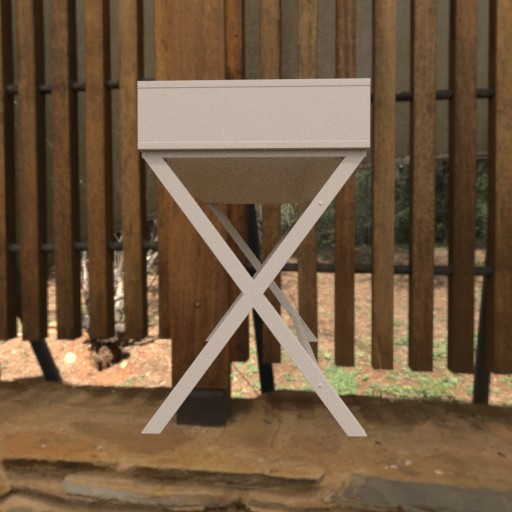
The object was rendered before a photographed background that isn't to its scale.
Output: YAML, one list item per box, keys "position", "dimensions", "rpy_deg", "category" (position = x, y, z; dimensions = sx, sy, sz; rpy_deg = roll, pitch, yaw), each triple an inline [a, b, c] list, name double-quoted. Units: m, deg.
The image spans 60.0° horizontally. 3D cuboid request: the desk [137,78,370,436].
- position: [0.000, 0.000, 1.493]
  dimensions: [0.525, 0.780, 1.057]
  rpy_deg: [0, 1, 2]
  category: "desk"
